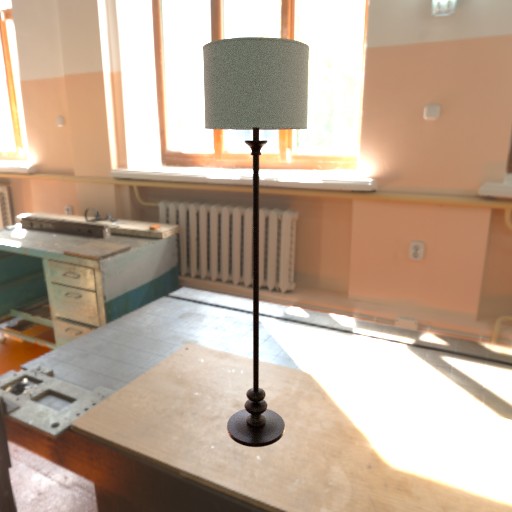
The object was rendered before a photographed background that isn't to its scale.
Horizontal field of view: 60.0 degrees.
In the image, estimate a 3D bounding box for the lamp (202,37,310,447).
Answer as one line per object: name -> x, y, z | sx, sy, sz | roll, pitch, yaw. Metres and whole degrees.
lamp -> 0.000, 0.000, 1.666 | 0.356, 1.487, 0.356 | -7, 16, -26
